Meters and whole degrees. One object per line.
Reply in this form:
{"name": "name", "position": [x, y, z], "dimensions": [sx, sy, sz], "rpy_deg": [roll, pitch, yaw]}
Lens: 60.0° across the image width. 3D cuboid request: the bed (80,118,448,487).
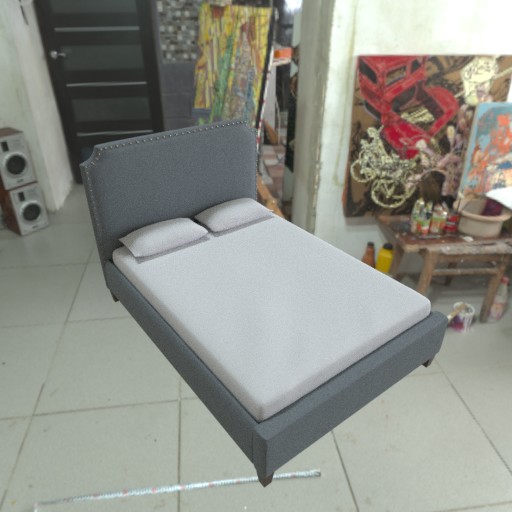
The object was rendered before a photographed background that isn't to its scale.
{"name": "bed", "position": [0.000, 0.000, 3.402], "dimensions": [1.712, 1.443, 2.372], "rpy_deg": [-21, 37, -31]}
